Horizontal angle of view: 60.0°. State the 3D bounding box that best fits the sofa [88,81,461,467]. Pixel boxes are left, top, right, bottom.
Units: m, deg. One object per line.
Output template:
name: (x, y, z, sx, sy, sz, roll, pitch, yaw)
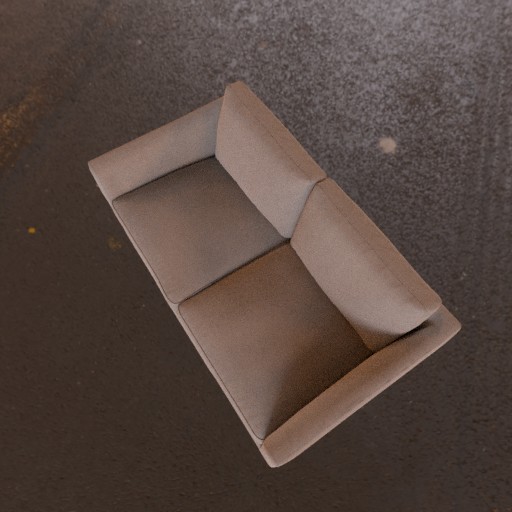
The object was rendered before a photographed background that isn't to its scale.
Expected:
sofa: (0.000, 0.000, 2.499, 1.091, 0.839, 1.905, -31, 67, -15)
